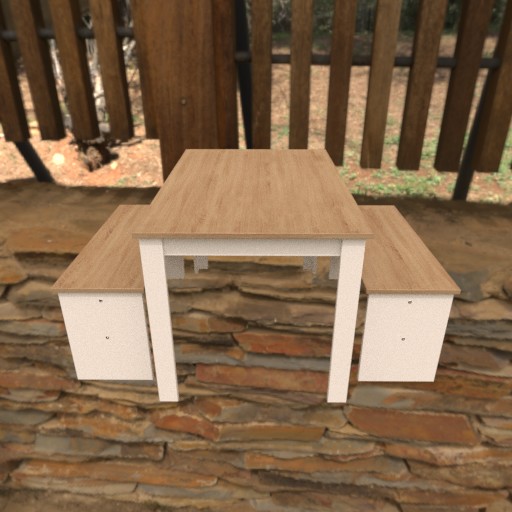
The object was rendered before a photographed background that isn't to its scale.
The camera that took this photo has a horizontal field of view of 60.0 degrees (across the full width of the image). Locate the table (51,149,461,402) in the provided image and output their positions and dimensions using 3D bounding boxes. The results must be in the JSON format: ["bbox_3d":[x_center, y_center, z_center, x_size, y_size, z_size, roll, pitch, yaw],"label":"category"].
[{"bbox_3d":[0.000,0.000,1.981,1.443,0.700,1.100,0,26,0],"label":"table"}]
